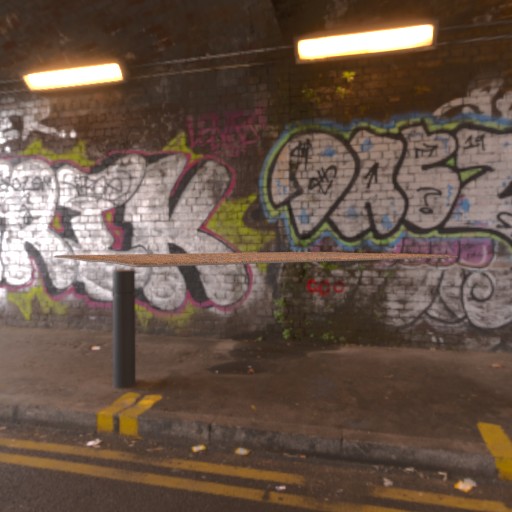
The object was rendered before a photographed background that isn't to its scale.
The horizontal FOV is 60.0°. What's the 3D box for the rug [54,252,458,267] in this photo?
[{"bbox_3d":[0.000,0.000,3.883,2.901,0.026,2.043,-1,2,-35],"label":"rug"}]
